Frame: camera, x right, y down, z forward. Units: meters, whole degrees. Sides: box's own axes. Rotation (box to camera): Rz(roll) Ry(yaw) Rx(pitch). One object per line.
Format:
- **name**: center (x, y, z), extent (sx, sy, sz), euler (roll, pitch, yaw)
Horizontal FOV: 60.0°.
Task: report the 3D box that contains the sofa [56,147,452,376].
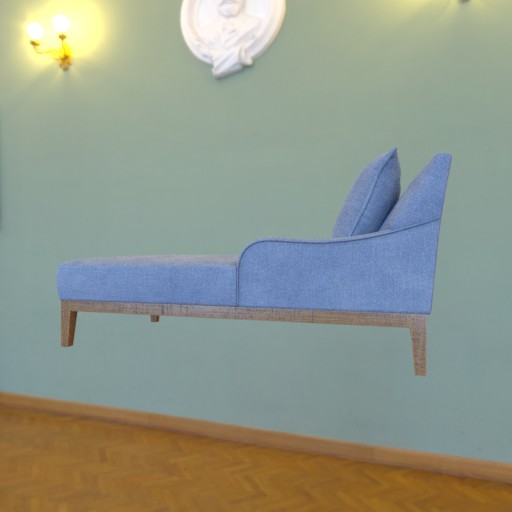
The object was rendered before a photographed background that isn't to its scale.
- **sofa**: center (0.000, 0.000, 2.295), extent (1.779, 0.883, 0.904), euler (0, 0, 18)
